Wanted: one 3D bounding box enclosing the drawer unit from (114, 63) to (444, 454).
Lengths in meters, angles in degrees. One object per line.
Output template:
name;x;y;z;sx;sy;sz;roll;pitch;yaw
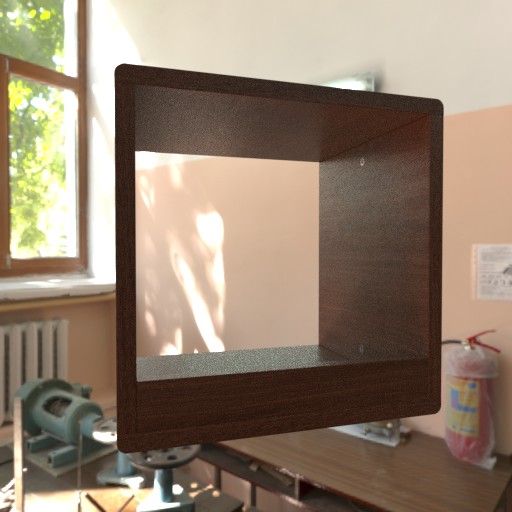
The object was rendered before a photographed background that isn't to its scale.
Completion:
drawer unit;0.000;0.000;0.585;0.349;0.351;0.290;0;1;-17
